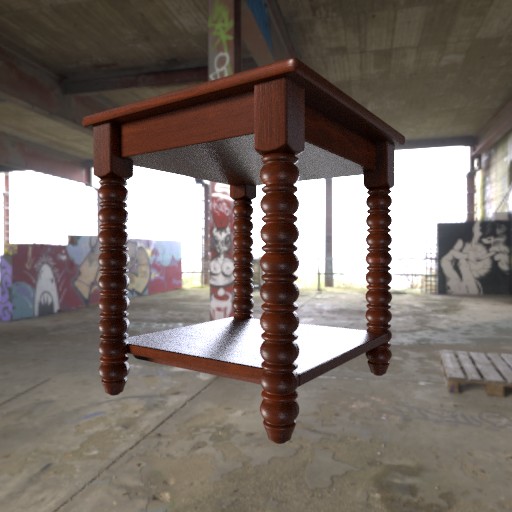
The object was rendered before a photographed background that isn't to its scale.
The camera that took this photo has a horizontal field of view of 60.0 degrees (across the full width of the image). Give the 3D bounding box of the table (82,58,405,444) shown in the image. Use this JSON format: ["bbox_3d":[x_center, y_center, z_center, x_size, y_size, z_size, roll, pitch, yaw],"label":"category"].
[{"bbox_3d":[0.000,0.000,0.981,0.500,0.567,0.533,0,1,35],"label":"table"}]
